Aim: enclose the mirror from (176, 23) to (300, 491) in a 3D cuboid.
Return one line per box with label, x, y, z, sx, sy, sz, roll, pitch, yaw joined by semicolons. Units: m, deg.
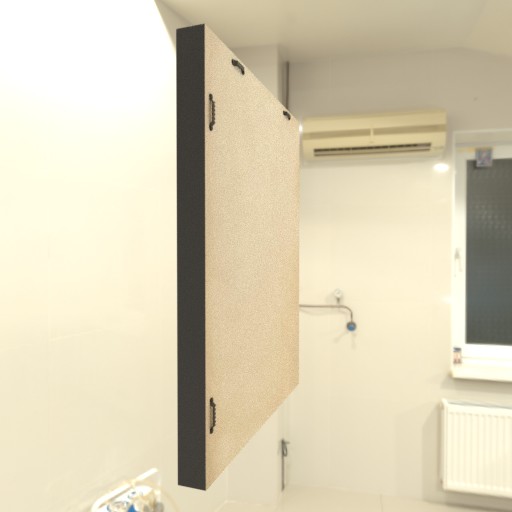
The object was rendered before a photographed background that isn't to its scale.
mirror;0.000;0.000;0.676;0.041;0.508;0.405;0;1;20
